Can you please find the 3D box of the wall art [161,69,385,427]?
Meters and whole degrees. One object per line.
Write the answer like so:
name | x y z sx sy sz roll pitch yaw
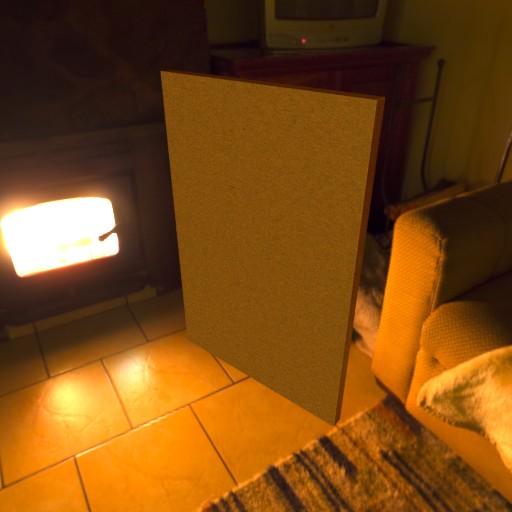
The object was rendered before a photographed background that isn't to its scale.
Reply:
wall art | 0.000 0.000 1.237 0.610 0.914 0.037 22 37 33
